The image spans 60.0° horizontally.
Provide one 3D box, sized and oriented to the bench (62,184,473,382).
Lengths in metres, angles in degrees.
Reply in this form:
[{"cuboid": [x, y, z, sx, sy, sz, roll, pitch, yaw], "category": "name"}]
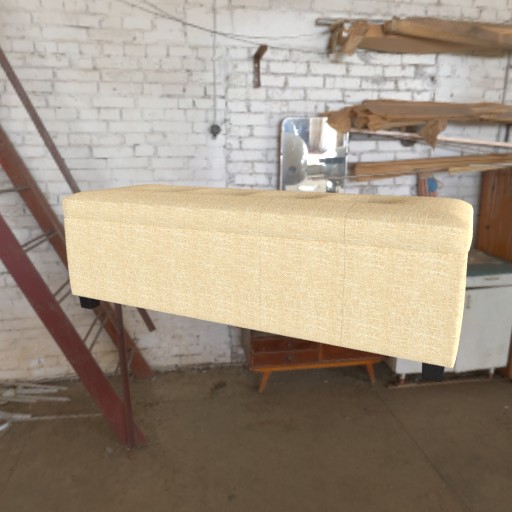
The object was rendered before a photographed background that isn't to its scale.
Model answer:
[{"cuboid": [0.000, 0.000, 1.416, 1.219, 0.406, 0.432, 7, 15, 25], "category": "bench"}]
